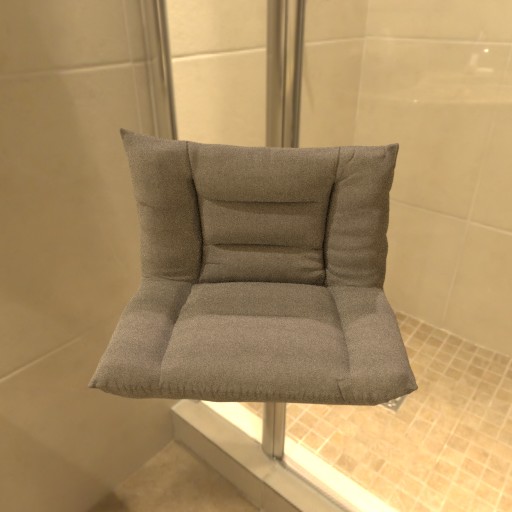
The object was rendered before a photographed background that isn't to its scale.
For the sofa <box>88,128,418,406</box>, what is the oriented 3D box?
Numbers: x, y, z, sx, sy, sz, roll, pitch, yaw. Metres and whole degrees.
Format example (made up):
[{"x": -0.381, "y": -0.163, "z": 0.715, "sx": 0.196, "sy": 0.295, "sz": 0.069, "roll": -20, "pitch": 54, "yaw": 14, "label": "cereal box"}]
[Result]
[{"x": 0.000, "y": 0.000, "z": 1.687, "sx": 1.144, "sy": 0.795, "sz": 0.847, "roll": 1, "pitch": 29, "yaw": 3, "label": "sofa"}]
